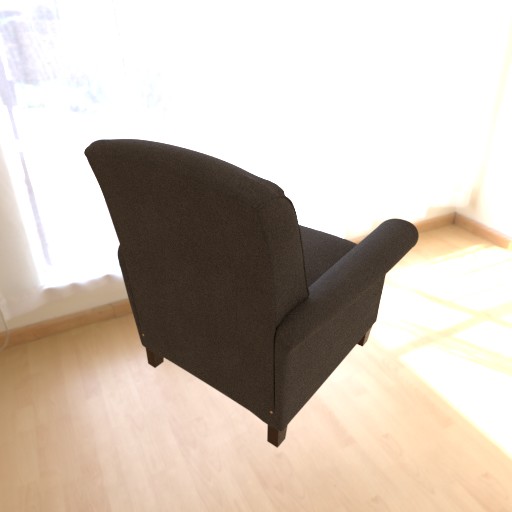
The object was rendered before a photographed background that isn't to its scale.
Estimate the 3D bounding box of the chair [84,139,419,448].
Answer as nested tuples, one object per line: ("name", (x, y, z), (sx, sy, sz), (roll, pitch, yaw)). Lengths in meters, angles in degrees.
("chair", (0.000, 0.000, 1.766), (0.978, 1.061, 0.905), (21, 36, 32))
